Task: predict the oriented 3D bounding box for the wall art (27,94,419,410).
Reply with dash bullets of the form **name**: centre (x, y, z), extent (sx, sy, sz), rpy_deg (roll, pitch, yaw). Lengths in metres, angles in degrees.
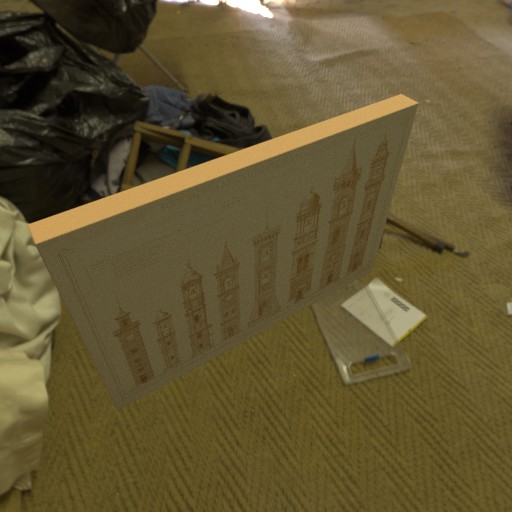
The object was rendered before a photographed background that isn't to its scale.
- **wall art**: centre (0.000, 0.000, 0.765), extent (0.609, 0.407, 0.039), rpy_deg (-25, 51, -22)
